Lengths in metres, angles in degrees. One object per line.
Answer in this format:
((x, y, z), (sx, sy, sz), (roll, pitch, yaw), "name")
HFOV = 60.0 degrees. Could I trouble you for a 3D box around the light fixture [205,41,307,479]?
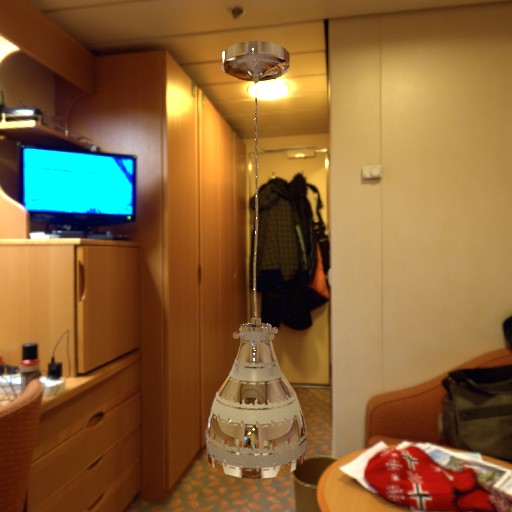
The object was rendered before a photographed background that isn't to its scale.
((0.000, 0.000, 1.627), (0.374, 1.457, 0.374), (0, 0, -36), "light fixture")
